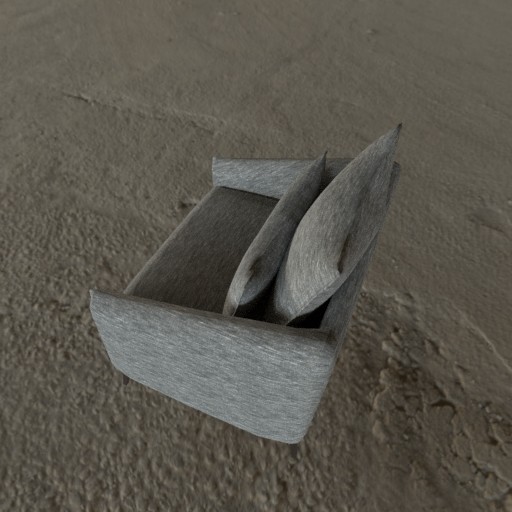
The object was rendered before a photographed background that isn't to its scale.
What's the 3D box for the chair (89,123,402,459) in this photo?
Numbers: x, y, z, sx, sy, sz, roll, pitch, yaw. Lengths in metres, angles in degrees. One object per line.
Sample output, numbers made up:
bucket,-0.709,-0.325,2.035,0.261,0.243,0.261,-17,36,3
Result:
chair,0.000,0.000,1.622,0.805,0.842,1.004,17,47,17
